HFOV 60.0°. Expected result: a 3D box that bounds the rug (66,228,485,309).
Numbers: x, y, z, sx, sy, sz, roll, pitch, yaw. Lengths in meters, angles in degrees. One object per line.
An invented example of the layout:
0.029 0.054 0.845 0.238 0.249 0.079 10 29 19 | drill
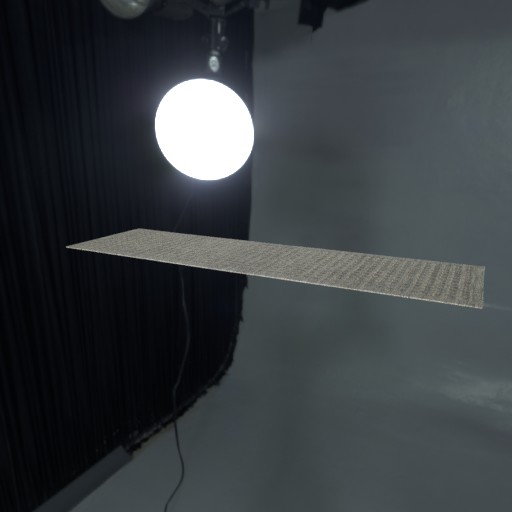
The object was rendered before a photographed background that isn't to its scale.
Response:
0.000 0.000 2.654 2.443 0.009 0.706 7 16 26 | rug
